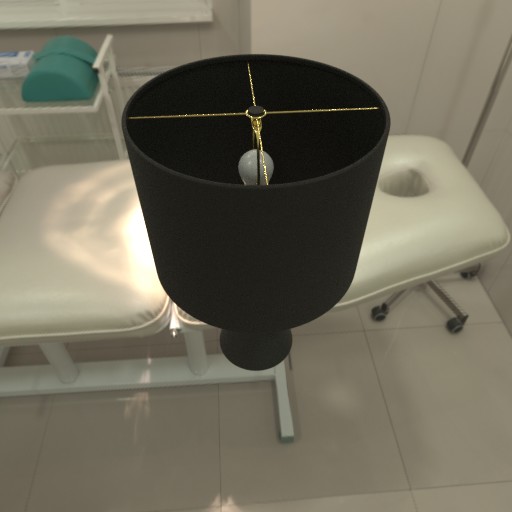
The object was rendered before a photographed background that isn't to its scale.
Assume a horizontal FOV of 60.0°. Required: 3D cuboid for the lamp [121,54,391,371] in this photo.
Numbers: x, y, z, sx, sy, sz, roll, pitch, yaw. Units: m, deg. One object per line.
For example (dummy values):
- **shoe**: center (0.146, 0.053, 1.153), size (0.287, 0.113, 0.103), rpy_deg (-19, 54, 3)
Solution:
- **lamp**: center (0.000, 0.000, 0.812), size (0.359, 0.584, 0.359), rpy_deg (-3, 46, -3)
